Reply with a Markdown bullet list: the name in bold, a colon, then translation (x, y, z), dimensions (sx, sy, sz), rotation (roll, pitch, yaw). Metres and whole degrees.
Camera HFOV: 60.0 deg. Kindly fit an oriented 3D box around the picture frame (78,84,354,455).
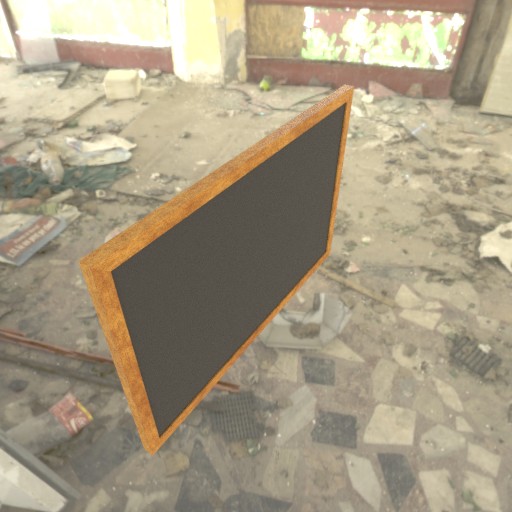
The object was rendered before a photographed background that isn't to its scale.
- **picture frame**: translation (0.000, 0.000, 1.171), dimensions (0.029, 0.621, 0.922), rotation (25, 47, 26)
